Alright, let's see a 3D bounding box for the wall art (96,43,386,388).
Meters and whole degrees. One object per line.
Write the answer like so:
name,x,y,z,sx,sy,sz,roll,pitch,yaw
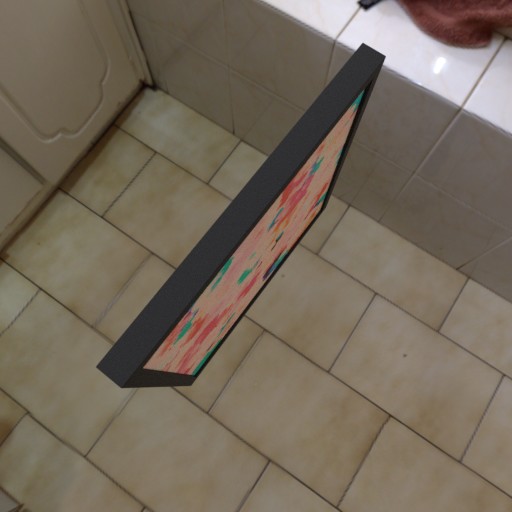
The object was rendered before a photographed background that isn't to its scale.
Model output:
wall art,0.000,0.000,0.753,0.036,0.503,0.506,36,77,10
